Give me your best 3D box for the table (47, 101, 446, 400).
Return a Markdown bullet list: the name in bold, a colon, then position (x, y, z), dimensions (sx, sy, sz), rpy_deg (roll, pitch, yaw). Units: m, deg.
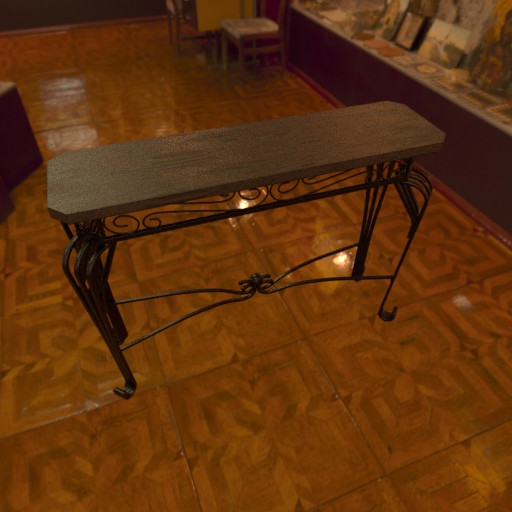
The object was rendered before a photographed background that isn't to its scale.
- **table**: position (0.000, 0.000, 1.473), dimensions (1.112, 0.800, 0.329), rpy_deg (-13, 44, -14)
